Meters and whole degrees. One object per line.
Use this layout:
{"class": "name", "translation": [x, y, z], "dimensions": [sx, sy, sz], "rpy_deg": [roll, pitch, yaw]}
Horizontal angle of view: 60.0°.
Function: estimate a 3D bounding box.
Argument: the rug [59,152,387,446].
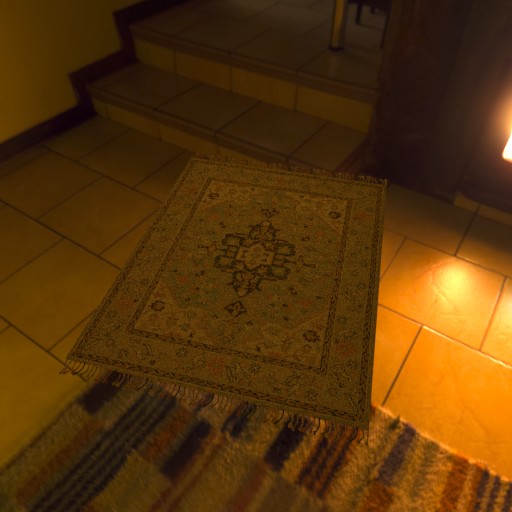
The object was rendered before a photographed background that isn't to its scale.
{"class": "rug", "translation": [0.000, 0.000, 3.564], "dimensions": [1.971, 0.010, 2.651], "rpy_deg": [10, 46, 10]}
